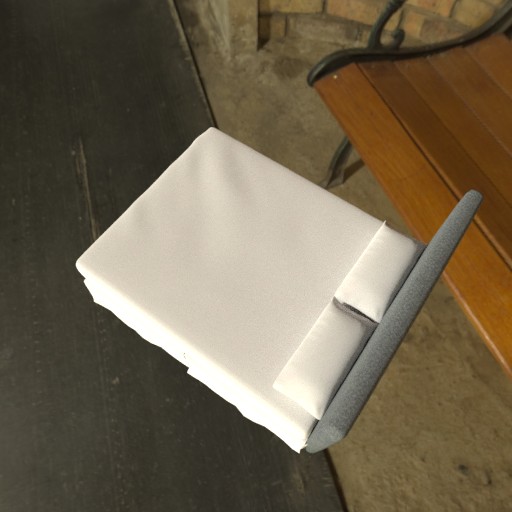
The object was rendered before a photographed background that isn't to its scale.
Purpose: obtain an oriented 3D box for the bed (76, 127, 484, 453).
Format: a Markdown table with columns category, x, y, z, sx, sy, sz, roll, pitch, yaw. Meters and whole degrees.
| category | x | y | z | sx | sy | sz | roll | pitch | yaw |
| --- | --- | --- | --- | --- | --- | --- | --- | --- | --- |
| bed | 0.000 | 0.000 | 3.137 | 2.142 | 1.330 | 1.723 | 33 | 68 | 15 |
